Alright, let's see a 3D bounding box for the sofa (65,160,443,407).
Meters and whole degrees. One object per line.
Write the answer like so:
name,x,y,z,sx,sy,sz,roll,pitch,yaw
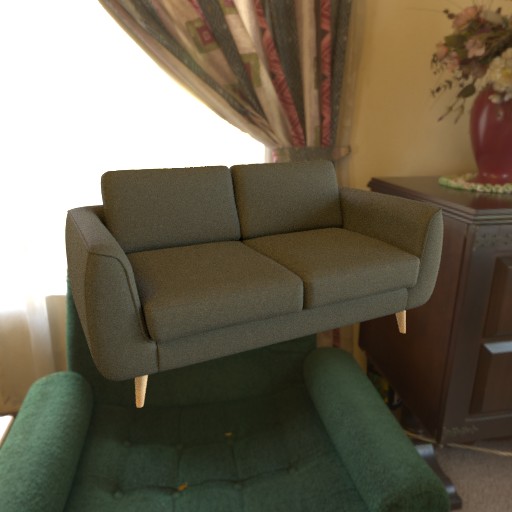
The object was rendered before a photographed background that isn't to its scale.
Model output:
sofa,0.000,0.000,2.208,1.700,0.850,0.920,-8,19,-26
